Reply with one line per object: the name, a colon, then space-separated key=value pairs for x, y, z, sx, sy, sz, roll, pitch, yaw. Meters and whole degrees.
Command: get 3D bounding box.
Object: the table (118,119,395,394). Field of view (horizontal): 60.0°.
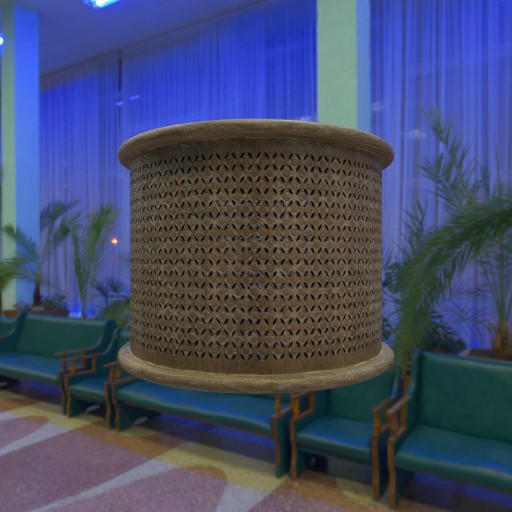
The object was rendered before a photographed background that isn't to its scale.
table: x=0.000 y=0.000 z=1.019 sx=0.607 sy=0.450 sz=0.607 roll=0 pitch=0 yaw=0
